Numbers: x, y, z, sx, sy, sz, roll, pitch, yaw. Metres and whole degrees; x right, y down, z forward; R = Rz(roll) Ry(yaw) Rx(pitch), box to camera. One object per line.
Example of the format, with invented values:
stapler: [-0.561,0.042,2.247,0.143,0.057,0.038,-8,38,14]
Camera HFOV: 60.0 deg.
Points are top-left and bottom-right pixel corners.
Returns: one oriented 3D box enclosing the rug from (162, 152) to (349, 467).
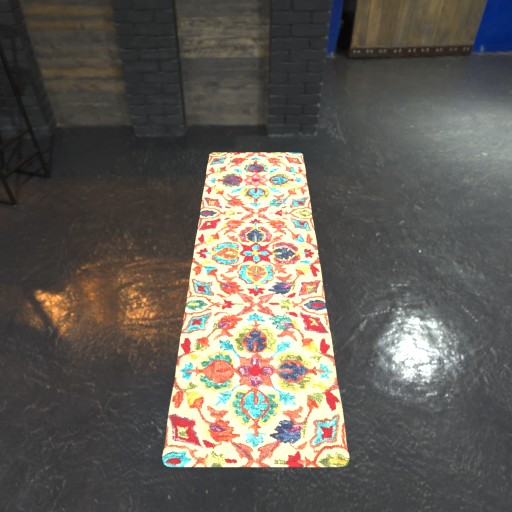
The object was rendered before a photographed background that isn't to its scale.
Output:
rug: [0.000,0.000,2.449,0.693,0.016,2.273,0,42,0]
